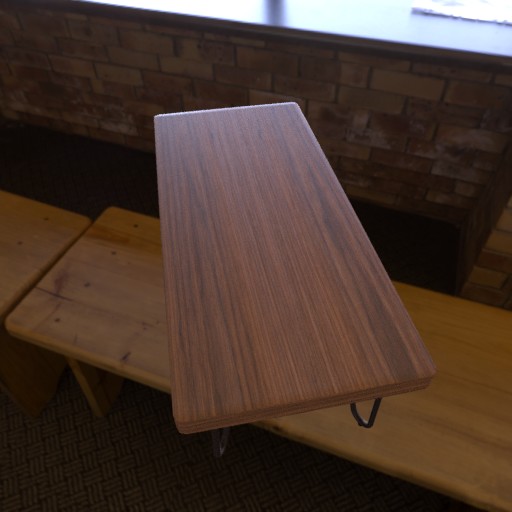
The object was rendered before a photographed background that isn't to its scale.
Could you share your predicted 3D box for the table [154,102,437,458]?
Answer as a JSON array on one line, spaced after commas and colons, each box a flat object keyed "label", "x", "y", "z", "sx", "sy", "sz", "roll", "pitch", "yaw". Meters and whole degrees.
[{"label": "table", "x": 0.000, "y": 0.000, "z": 1.651, "sx": 0.637, "sy": 0.468, "sz": 1.375, "roll": -8, "pitch": 47, "yaw": -7}]
